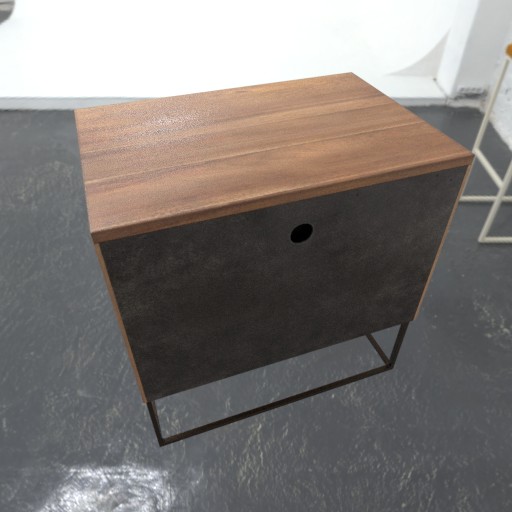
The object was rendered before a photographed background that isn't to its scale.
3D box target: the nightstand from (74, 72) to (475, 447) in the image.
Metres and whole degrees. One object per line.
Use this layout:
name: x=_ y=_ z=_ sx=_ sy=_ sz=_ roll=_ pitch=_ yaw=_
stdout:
nightstand: x=0.000 y=0.000 z=0.995 sx=0.605 sy=0.611 sz=0.427 roll=-13 pitch=43 yaw=-15
